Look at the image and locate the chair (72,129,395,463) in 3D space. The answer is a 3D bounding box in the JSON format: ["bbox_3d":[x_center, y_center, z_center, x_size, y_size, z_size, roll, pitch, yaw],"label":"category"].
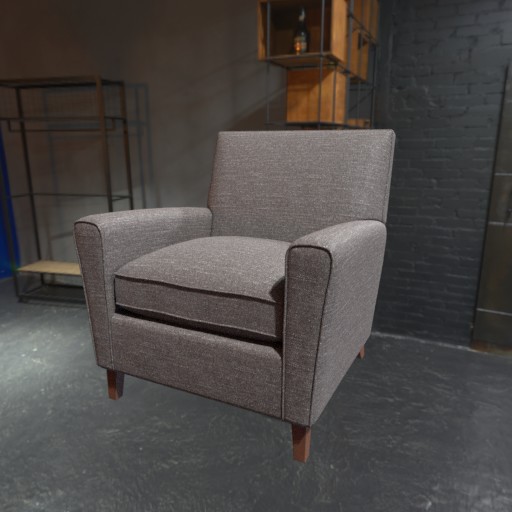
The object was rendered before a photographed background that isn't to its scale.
[{"bbox_3d":[0.000,0.000,1.592,0.838,0.885,0.875,7,16,26],"label":"chair"}]
